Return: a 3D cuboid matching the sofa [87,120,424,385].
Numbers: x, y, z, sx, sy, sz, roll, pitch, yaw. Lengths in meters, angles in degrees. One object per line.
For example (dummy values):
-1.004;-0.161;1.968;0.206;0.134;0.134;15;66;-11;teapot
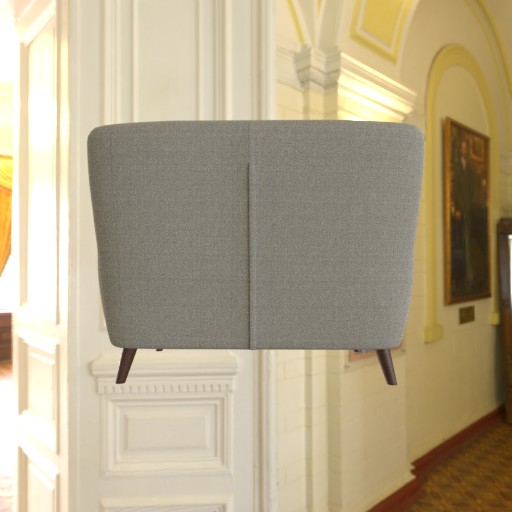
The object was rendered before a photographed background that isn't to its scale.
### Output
0.000;0.000;2.062;1.386;1.028;0.884;0;-1;1;sofa
